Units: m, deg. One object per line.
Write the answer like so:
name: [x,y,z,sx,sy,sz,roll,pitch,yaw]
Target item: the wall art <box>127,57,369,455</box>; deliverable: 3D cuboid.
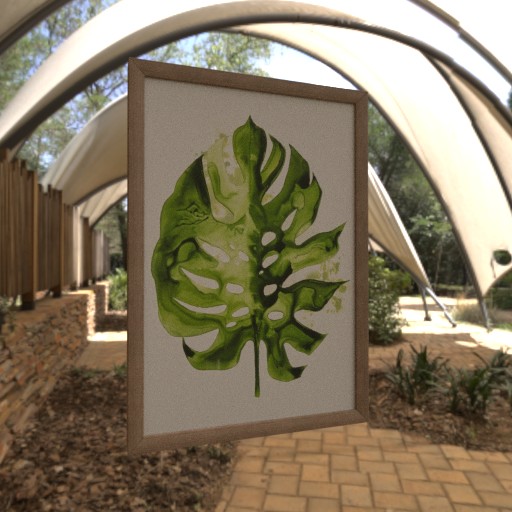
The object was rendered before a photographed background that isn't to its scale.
wall art: [0.000,0.000,0.638,0.356,0.509,0.031,0,-1,-19]
